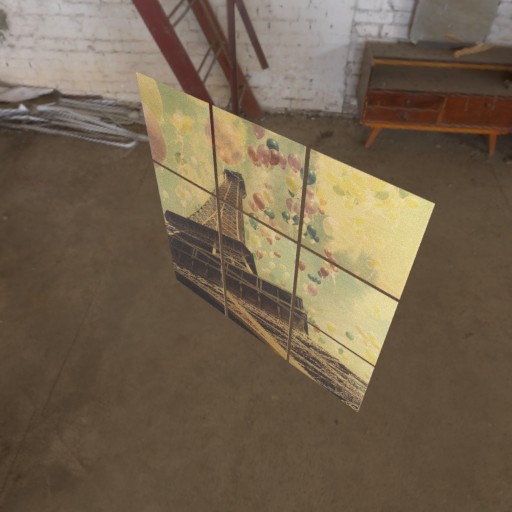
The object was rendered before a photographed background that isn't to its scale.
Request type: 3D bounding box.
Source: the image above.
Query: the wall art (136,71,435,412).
[{"bbox_3d":[0.000,0.000,2.306,1.517,1.505,0.002,32,54,27],"label":"wall art"}]
